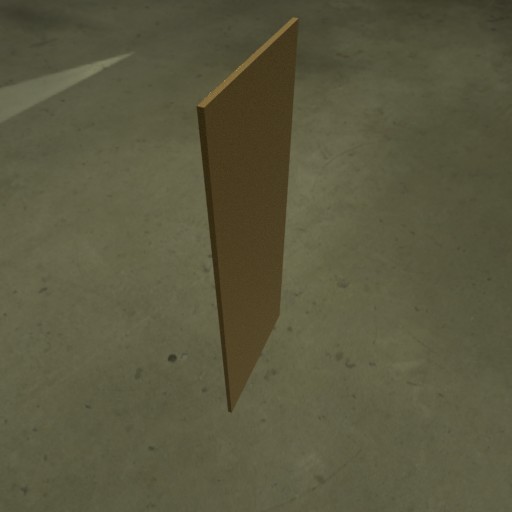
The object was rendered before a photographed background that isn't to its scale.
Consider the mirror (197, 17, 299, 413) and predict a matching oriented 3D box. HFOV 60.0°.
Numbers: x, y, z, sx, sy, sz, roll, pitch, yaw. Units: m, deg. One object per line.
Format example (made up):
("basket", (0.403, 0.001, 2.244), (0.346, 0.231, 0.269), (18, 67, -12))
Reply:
("mirror", (0.000, 0.000, 2.284), (0.025, 2.031, 0.812), (17, 49, 16))
